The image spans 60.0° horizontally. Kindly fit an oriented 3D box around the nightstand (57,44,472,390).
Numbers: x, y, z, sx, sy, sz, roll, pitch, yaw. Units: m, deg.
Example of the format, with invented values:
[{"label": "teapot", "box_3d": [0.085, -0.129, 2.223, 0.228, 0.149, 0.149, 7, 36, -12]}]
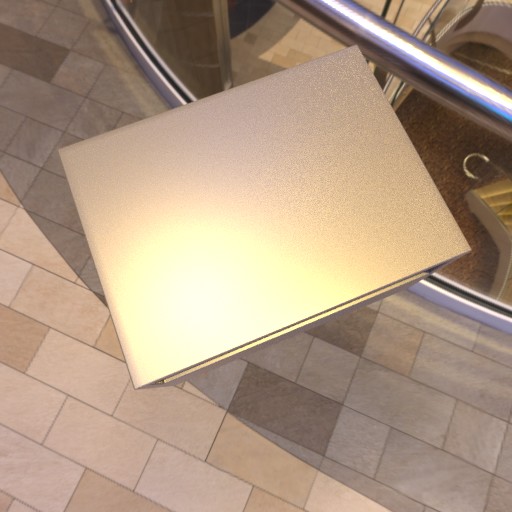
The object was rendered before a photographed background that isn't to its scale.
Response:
[{"label": "nightstand", "box_3d": [0.000, 0.000, 0.723, 0.370, 0.508, 0.288, -21, 76, -6]}]
